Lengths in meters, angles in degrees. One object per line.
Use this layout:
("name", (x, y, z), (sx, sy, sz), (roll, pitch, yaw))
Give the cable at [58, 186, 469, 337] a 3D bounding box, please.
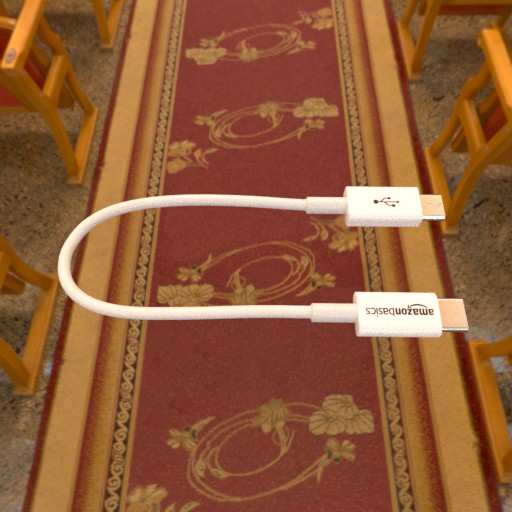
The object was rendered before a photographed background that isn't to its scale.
("cable", (0.000, 0.000, 0.111), (0.098, 0.006, 0.040), (1, 64, 0))
